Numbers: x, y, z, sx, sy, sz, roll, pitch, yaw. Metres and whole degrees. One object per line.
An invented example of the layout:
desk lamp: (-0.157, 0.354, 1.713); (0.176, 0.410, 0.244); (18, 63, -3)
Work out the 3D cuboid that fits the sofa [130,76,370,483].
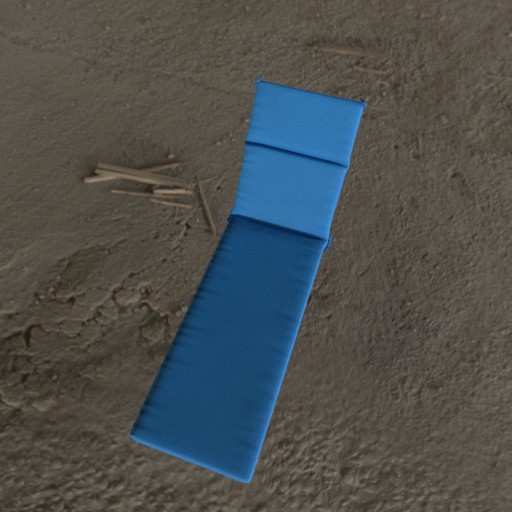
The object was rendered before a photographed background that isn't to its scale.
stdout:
sofa: (0.000, 0.000, 1.940); (0.582, 0.622, 1.663); (16, 59, 10)
